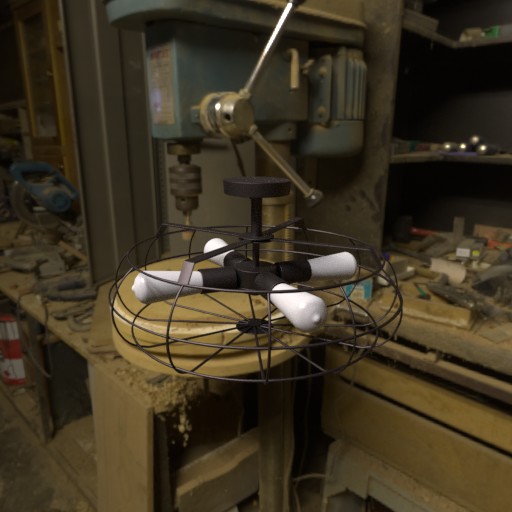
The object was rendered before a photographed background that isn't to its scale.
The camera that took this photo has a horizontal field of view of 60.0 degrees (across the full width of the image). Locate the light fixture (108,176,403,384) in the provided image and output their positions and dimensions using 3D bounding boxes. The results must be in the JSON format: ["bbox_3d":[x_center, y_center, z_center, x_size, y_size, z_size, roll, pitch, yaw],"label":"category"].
[{"bbox_3d":[0.000,0.000,0.902,0.582,0.311,0.582,0,16,0],"label":"light fixture"}]
